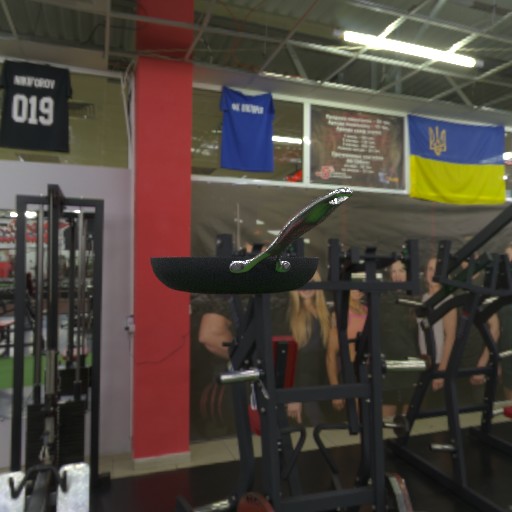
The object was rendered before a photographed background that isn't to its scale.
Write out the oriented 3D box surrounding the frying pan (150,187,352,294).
[{"bbox_3d":[0.000,0.000,0.578,0.255,0.105,0.472,0,-1,-17],"label":"frying pan"}]
